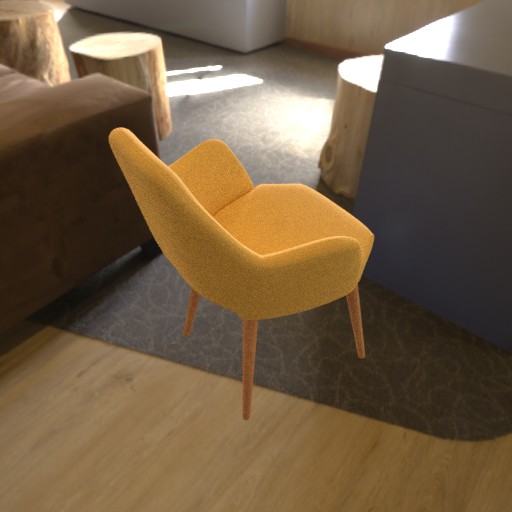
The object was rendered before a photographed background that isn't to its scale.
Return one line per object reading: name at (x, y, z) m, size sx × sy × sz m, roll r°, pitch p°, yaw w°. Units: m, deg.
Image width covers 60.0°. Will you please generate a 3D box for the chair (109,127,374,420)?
chair at (0.000, 0.000, 1.237) m, size 0.610 × 0.840 × 0.590 m, roll -25°, pitch 47°, yaw -25°
